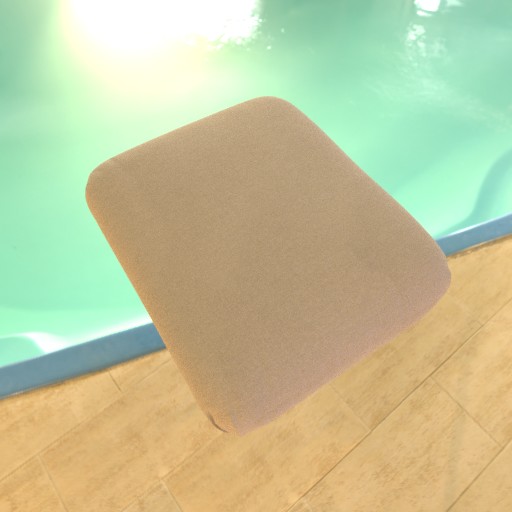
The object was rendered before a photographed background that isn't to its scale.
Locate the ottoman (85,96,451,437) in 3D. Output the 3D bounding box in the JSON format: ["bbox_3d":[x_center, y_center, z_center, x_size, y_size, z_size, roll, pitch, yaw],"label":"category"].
[{"bbox_3d":[0.000,0.000,1.151,0.622,0.450,0.746,-28,62,-17],"label":"ottoman"}]
